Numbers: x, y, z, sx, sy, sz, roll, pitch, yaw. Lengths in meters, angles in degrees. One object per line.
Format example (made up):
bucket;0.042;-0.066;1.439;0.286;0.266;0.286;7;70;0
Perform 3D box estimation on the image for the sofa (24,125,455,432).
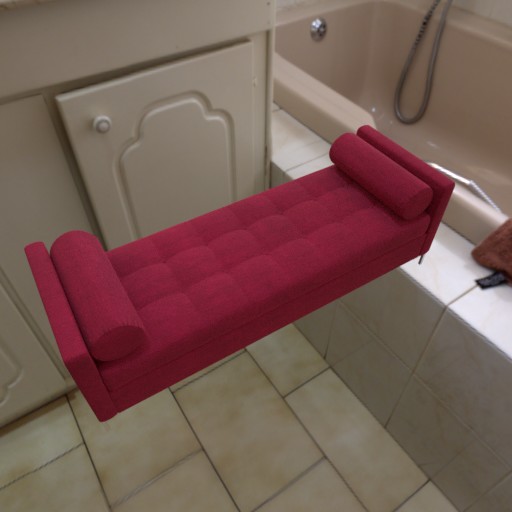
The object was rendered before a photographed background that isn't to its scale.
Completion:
sofa;0.000;0.000;2.309;1.981;0.635;0.686;-24;51;-21
